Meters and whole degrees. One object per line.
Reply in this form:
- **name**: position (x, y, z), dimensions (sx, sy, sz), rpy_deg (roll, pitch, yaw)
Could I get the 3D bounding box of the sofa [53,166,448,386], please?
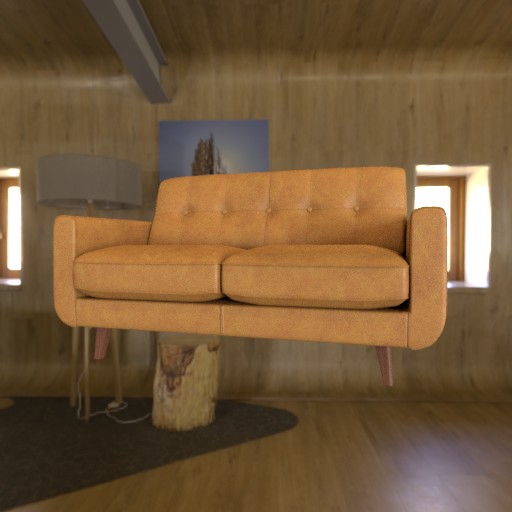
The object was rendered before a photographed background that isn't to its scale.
- **sofa**: position (0.000, 0.000, 2.176), dimensions (1.651, 0.925, 0.952), rpy_deg (0, 1, 18)
